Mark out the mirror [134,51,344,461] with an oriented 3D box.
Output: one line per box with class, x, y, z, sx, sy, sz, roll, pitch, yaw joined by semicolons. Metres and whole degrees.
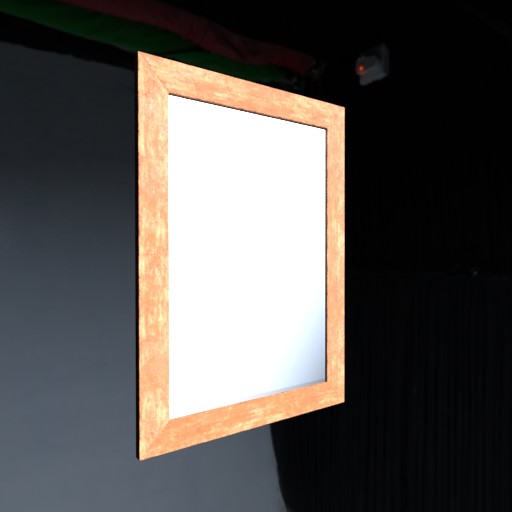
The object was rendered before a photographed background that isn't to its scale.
mirror;0.000;0.000;1.430;0.796;1.099;0.028;0;1;-36
